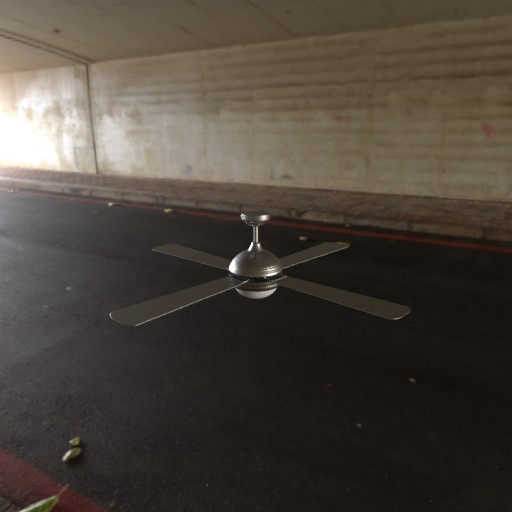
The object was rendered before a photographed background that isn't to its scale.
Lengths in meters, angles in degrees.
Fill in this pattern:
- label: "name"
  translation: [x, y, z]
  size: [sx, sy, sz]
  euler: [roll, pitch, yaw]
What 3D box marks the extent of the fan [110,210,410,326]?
- label: "fan"
  translation: [0.000, 0.000, 1.947]
  size: [1.321, 0.381, 1.321]
  euler: [-8, 18, -26]
